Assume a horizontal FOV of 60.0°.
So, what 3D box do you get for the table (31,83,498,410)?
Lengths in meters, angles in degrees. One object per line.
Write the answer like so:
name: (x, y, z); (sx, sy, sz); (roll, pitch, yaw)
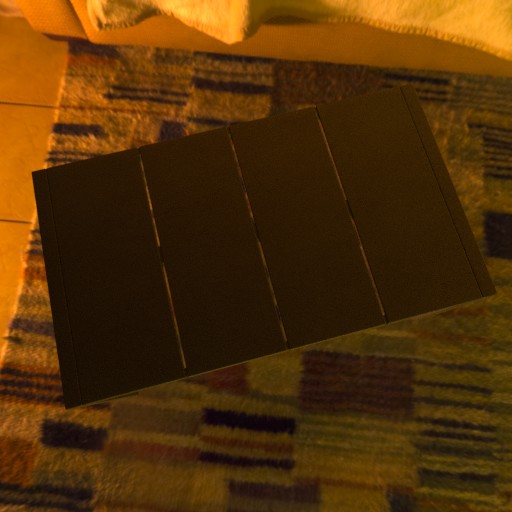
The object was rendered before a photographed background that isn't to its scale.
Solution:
table: (0.000, 0.000, 1.241); (0.965, 0.460, 0.559); (-14, 76, -4)
